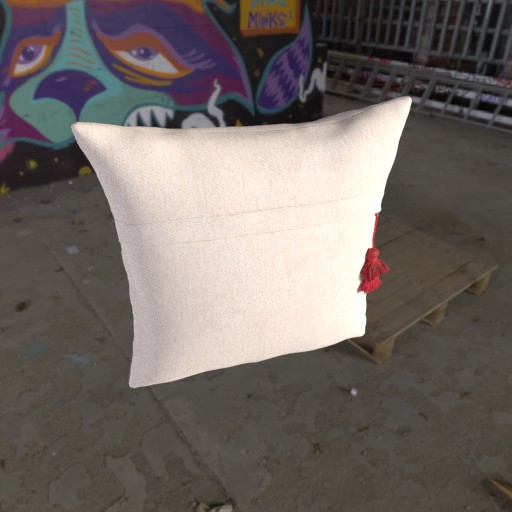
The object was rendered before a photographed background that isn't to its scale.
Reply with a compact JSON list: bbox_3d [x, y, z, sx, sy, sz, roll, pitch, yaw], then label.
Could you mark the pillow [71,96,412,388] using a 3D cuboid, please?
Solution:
[{"bbox_3d":[0.000,0.000,0.664,0.433,0.436,0.173,-10,33,-15],"label":"pillow"}]
